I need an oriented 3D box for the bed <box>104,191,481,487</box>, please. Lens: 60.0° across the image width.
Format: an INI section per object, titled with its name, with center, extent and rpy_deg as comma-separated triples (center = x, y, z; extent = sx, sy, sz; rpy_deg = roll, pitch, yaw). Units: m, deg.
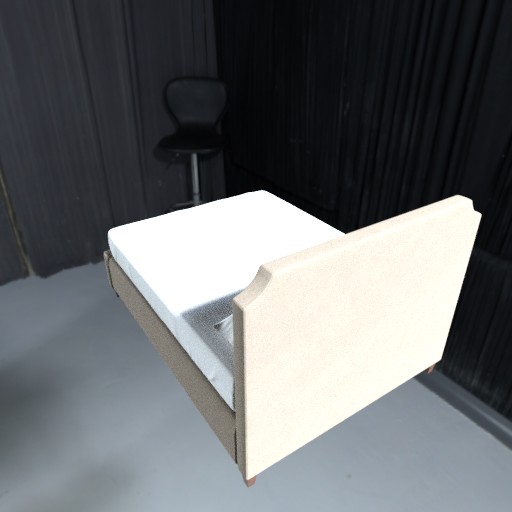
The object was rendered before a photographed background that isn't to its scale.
[bed]
center = 0.000, 0.000, 3.360
extent = 1.703, 1.415, 2.329
rpy_deg = -19, 35, -29
